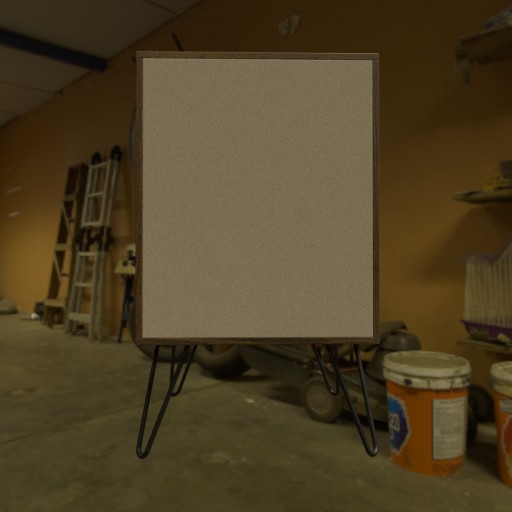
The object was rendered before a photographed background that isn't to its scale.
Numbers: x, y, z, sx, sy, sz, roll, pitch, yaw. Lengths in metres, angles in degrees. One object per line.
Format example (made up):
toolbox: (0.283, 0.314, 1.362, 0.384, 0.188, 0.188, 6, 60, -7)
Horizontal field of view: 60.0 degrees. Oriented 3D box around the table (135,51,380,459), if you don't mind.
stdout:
table: (0.000, 0.000, 1.167, 0.526, 0.866, 0.457, 0, 0, -1)
